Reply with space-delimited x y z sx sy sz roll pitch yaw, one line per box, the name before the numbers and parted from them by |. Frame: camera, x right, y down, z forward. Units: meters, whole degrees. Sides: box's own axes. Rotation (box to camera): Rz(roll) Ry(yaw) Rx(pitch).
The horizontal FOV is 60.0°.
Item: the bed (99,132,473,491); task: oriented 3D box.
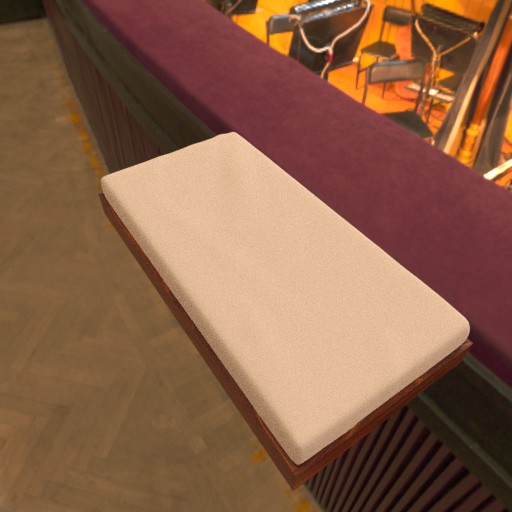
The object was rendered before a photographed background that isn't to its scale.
bed | 0.000 0.000 2.209 0.940 0.312 1.860 -26 51 -23
